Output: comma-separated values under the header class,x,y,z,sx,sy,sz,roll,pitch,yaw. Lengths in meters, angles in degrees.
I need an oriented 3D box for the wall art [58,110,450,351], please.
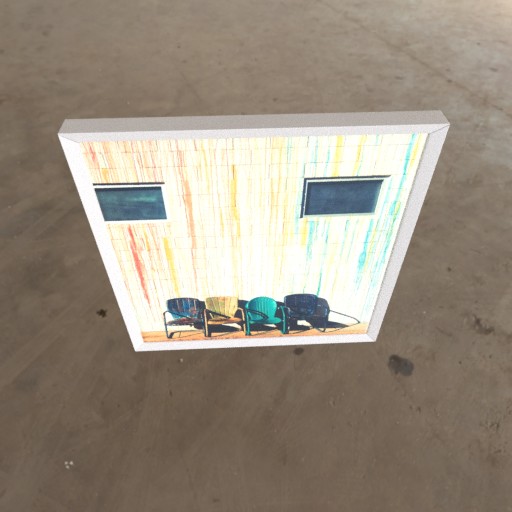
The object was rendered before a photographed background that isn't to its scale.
class,x,y,z,sx,sy,sz,roll,pitch,yaw
wall art,0.000,0.000,0.766,0.508,0.508,0.037,-2,46,-2
